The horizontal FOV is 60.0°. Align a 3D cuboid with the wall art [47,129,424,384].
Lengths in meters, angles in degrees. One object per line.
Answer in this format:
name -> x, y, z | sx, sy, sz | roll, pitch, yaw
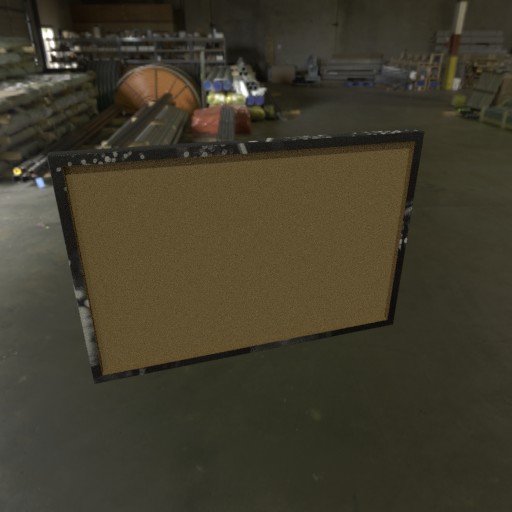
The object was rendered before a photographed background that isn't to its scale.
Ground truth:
wall art -> 0.000, 0.000, 1.184 | 0.914, 0.609, 0.038 | -8, 27, -16
